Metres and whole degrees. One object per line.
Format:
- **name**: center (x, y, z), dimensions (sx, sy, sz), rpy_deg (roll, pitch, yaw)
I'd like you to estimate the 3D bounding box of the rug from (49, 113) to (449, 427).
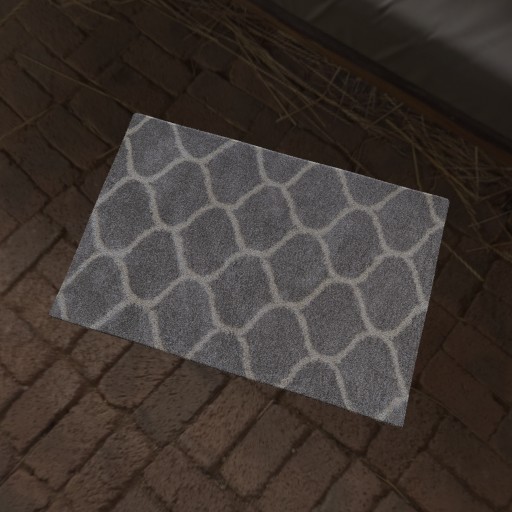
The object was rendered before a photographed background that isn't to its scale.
- **rug**: center (0.000, 0.000, 3.438), dimensions (2.701, 0.026, 1.801), rpy_deg (16, 76, 4)
